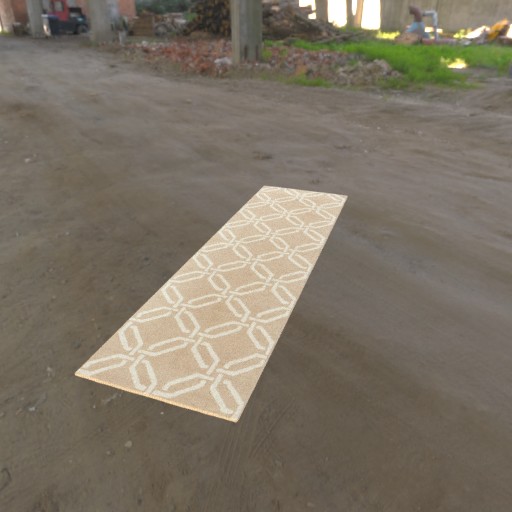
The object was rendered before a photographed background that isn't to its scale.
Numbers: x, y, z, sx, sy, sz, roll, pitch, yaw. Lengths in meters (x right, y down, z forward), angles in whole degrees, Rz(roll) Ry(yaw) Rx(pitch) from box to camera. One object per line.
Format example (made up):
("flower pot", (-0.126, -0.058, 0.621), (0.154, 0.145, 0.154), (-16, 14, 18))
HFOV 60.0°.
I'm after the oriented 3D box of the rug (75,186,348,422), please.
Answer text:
("rug", (0.000, 0.000, 2.552), (0.678, 0.014, 2.276), (10, 30, 17))
